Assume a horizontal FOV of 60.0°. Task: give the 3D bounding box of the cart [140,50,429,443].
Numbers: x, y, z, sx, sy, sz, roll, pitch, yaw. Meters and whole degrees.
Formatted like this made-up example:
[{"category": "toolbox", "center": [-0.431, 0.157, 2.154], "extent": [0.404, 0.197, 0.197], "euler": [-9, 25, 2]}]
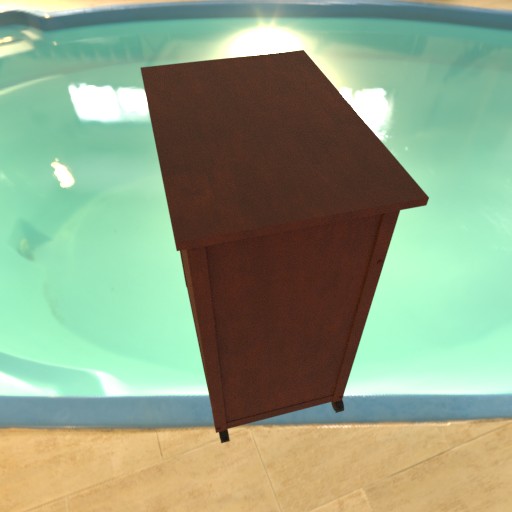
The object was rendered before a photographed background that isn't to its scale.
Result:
[{"category": "cart", "center": [0.000, 0.000, 1.271], "extent": [0.442, 0.864, 0.683], "euler": [-11, 47, -10]}]
